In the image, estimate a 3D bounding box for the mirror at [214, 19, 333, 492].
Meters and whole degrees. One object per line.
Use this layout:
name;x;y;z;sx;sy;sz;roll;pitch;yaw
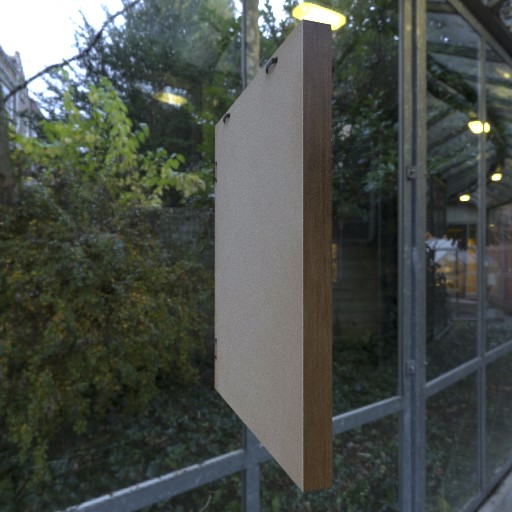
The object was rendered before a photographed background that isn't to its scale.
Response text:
mirror;0.000;0.000;0.671;0.041;0.508;0.405;0;-1;-19
